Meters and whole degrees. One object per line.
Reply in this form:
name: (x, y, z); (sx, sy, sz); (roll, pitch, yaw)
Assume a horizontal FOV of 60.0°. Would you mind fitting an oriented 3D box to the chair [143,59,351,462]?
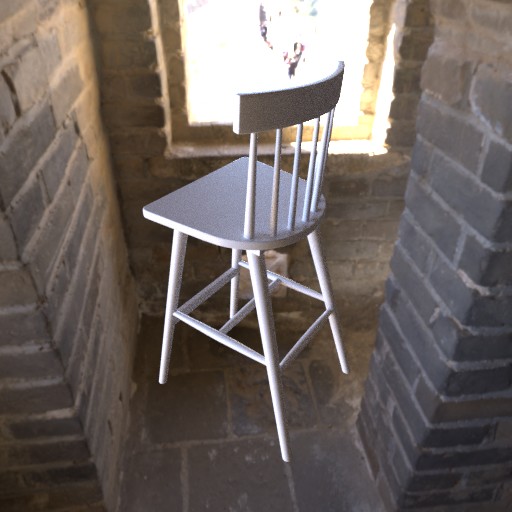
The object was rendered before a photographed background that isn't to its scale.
chair: (0.000, 0.000, 1.381); (0.572, 1.092, 0.483); (21, 38, 28)
